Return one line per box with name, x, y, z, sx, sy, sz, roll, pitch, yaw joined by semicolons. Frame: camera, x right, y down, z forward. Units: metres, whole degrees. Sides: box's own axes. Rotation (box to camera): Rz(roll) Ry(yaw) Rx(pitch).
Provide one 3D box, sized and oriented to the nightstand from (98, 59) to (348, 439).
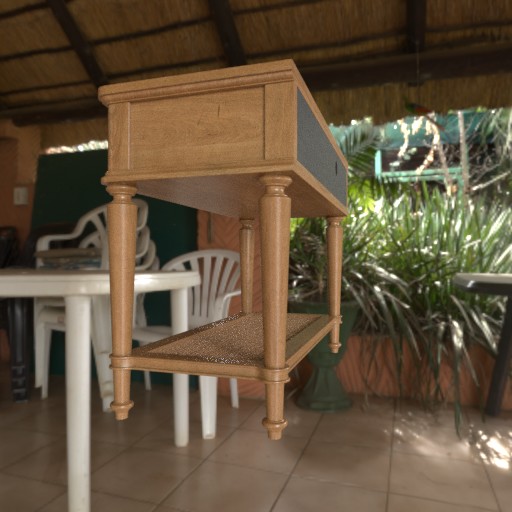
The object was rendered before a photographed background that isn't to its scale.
nightstand;0.000;0.000;1.294;0.432;0.700;0.914;0;-1;18
